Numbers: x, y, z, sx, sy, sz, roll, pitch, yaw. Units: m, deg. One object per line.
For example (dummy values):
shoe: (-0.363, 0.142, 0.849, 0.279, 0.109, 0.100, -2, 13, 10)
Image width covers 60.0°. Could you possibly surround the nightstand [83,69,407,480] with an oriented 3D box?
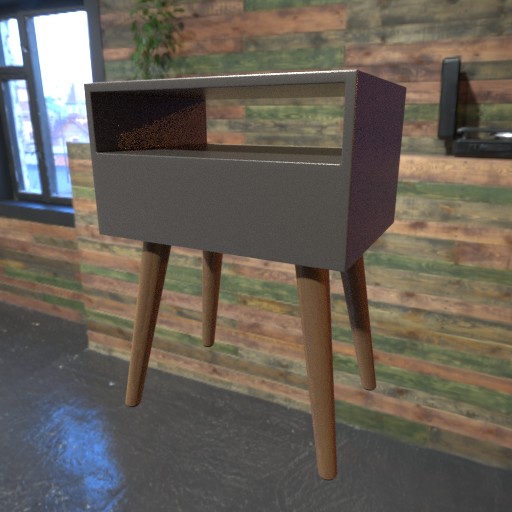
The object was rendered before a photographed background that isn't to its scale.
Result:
nightstand: (0.000, 0.000, 0.705, 0.370, 0.508, 0.288, 9, 19, 26)
